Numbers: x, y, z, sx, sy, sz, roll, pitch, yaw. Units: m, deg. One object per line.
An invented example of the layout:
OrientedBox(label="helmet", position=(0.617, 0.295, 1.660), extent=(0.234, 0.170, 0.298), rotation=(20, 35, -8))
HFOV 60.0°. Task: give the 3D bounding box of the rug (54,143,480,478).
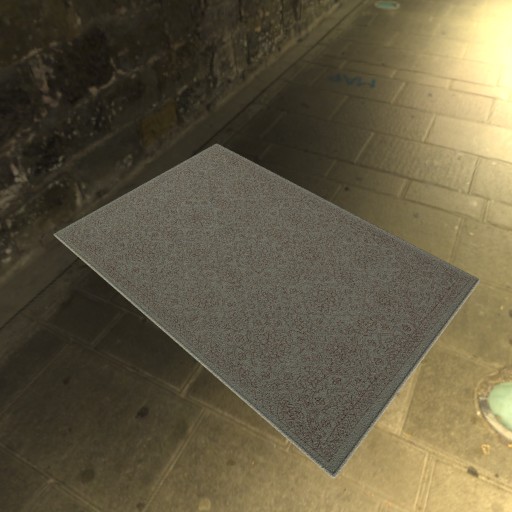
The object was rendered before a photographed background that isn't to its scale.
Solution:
OrientedBox(label="rug", position=(0.000, 0.000, 2.257), extent=(1.829, 0.010, 1.219), rotation=(33, 54, 28))
